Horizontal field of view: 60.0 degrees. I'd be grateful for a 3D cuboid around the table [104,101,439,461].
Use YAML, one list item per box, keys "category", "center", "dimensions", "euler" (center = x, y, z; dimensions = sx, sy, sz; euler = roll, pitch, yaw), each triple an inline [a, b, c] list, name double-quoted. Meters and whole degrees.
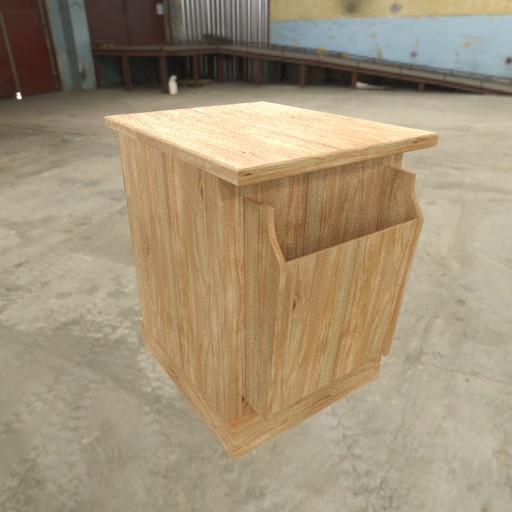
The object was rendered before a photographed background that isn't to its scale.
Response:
- category: "table"
  center: [0.000, 0.000, 0.887]
  dimensions: [0.380, 0.515, 0.530]
  euler: [-17, 31, -31]
